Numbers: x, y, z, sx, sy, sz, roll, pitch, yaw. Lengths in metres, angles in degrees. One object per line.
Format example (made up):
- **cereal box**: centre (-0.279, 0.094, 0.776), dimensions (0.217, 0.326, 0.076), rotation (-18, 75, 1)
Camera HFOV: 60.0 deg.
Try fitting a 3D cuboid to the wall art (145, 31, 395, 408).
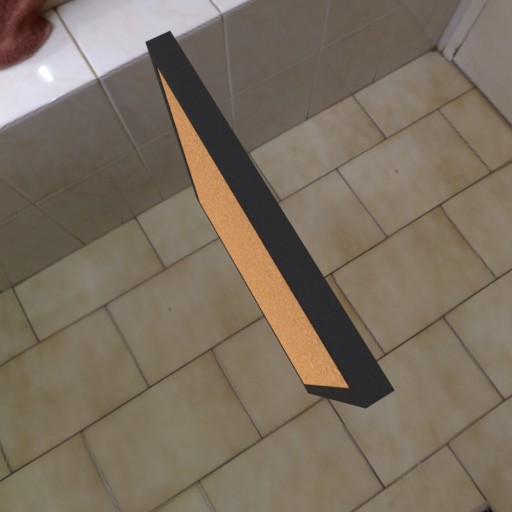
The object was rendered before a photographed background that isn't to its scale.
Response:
- **wall art**: centre (0.000, 0.000, 0.747), dimensions (0.036, 0.503, 0.506), rotation (-29, 76, -8)
